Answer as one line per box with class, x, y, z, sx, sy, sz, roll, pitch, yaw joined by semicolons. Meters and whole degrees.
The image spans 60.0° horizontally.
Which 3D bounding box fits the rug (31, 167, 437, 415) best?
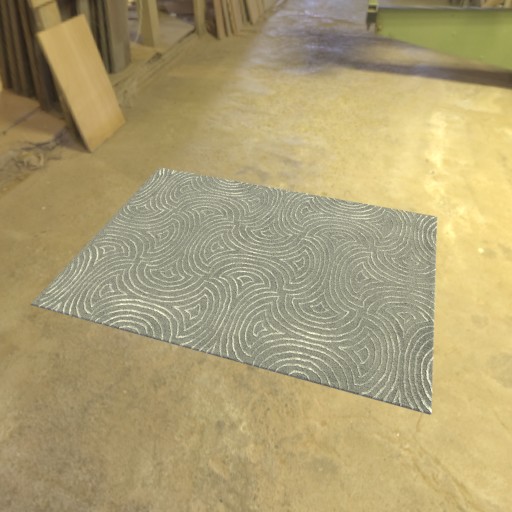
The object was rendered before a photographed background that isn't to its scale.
rug;0.000;0.000;2.773;2.144;0.015;1.543;12;43;13
